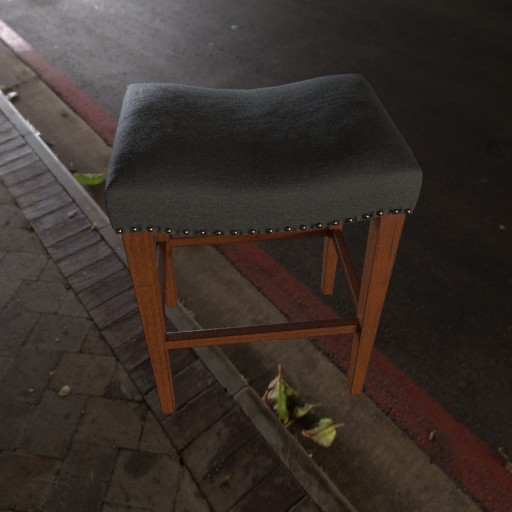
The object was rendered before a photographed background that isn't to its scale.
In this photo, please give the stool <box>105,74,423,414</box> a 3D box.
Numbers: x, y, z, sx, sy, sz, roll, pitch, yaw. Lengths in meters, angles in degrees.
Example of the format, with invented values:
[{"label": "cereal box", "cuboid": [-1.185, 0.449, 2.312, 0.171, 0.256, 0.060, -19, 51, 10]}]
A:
[{"label": "stool", "cuboid": [0.000, 0.000, 0.866, 0.439, 0.612, 0.320, -4, 46, -4]}]
